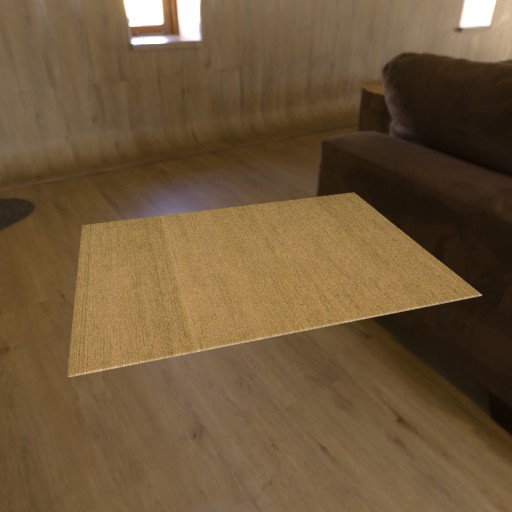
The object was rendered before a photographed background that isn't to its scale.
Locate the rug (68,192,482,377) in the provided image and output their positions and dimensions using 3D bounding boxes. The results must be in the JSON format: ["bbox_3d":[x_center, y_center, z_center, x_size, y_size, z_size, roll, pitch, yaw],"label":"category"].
[{"bbox_3d":[0.000,0.000,5.134,3.935,0.025,2.782,-9,32,-14],"label":"rug"}]
